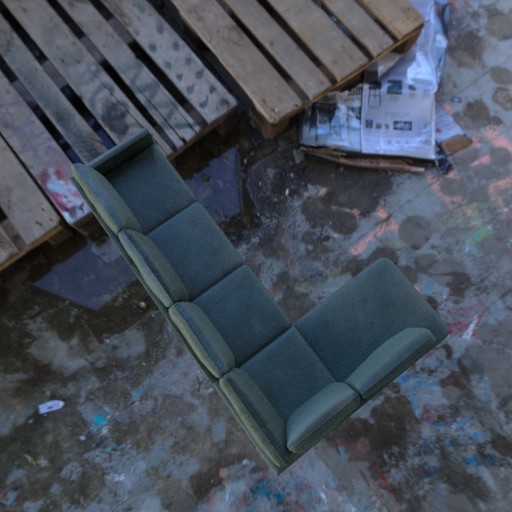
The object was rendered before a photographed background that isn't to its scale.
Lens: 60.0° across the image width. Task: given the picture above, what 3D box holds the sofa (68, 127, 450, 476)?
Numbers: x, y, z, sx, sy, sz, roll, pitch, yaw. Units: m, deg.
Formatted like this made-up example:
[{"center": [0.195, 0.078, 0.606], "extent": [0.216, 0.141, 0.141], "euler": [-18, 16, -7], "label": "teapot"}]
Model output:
[{"center": [0.000, 0.000, 4.340], "extent": [2.048, 0.996, 3.384], "euler": [-36, 78, -9], "label": "sofa"}]
